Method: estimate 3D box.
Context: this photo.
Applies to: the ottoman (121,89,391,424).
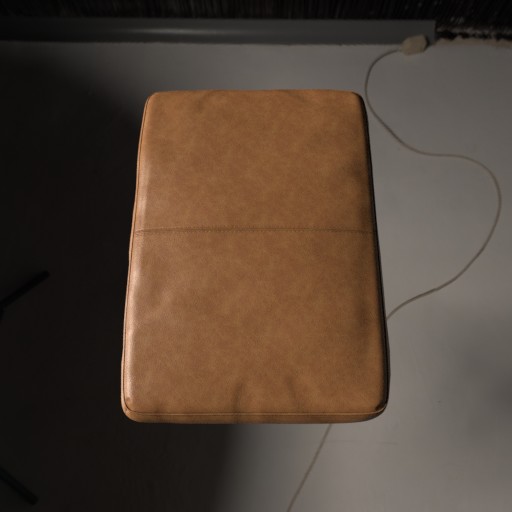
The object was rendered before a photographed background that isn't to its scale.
[{"bbox_3d":[0.000,0.000,1.244,0.630,0.461,0.869,0,73,0],"label":"ottoman"}]
